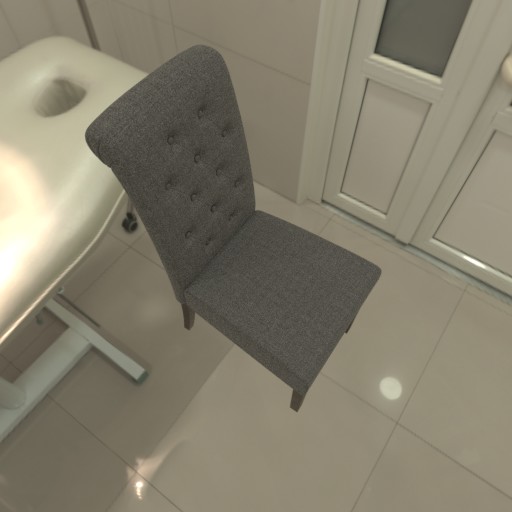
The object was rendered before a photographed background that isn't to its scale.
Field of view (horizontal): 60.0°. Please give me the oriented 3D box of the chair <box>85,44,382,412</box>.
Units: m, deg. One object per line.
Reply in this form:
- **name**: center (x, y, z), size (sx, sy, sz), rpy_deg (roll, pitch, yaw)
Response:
- **chair**: center (0.000, 0.000, 1.353), size (0.671, 1.006, 0.456), rpy_deg (31, 63, 18)
